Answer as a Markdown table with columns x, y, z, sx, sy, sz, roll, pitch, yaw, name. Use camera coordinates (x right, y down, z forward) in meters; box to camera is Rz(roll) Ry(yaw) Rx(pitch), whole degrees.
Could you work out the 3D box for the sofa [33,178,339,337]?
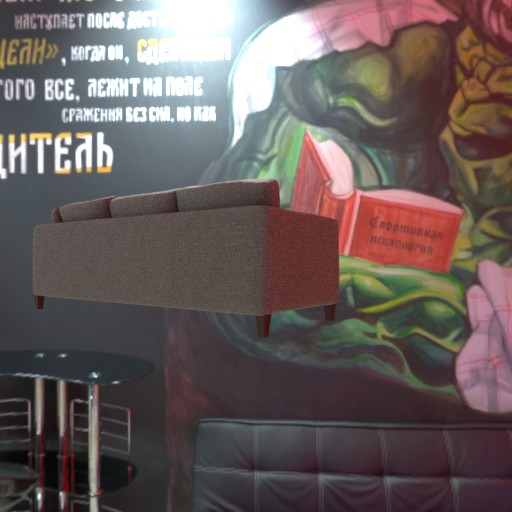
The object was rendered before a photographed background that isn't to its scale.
| x | y | z | sx | sy | sz | roll | pitch | yaw | name |
| --- | --- | --- | --- | --- | --- | --- | --- | --- | --- |
| 0.000 | 0.000 | 4.506 | 2.593 | 0.947 | 3.302 | 0 | -1 | 36 | sofa |
